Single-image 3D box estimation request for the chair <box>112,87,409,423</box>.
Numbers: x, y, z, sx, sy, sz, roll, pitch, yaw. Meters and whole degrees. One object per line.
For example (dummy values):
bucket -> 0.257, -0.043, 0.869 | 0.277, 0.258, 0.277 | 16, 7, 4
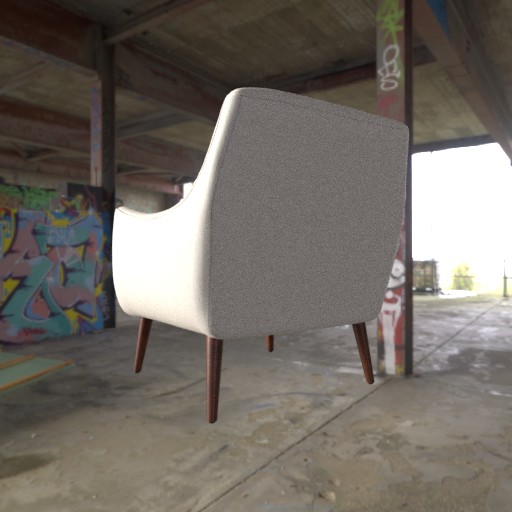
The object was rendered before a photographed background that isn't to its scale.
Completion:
chair -> 0.000, 0.000, 1.481 | 0.762, 0.838, 0.787 | 0, 1, -34
